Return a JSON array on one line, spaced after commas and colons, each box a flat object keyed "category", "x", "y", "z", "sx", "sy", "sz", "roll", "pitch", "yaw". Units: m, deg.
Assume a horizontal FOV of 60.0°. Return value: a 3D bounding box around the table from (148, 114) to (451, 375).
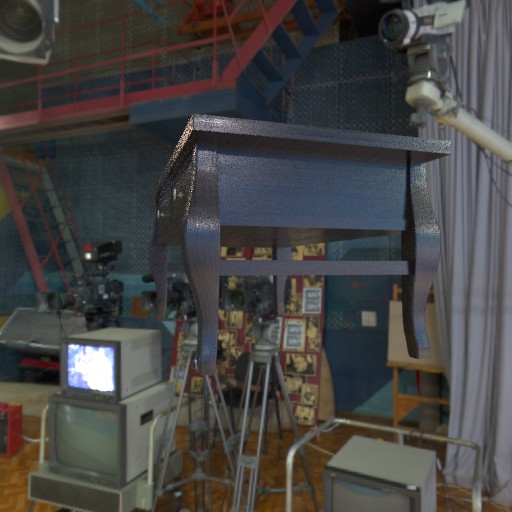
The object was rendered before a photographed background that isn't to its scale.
[{"category": "table", "x": 0.000, "y": 0.000, "z": 1.406, "sx": 0.600, "sy": 0.494, "sz": 1.062, "roll": 0, "pitch": -2, "yaw": -18}]
